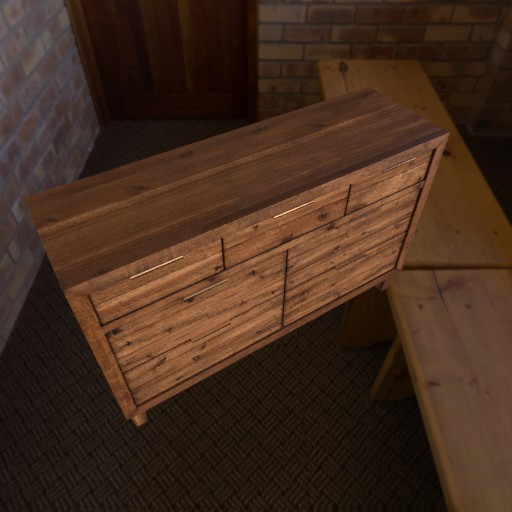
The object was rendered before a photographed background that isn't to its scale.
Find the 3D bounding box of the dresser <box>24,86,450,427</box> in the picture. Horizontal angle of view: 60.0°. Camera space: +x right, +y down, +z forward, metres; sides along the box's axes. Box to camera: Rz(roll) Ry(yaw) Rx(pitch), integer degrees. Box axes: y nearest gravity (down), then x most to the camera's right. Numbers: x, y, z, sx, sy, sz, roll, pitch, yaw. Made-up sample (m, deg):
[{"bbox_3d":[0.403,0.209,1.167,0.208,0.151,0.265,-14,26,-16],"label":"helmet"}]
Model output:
[{"bbox_3d":[0.000,0.000,1.790,1.387,0.892,0.438,-24,51,-22],"label":"dresser"}]
